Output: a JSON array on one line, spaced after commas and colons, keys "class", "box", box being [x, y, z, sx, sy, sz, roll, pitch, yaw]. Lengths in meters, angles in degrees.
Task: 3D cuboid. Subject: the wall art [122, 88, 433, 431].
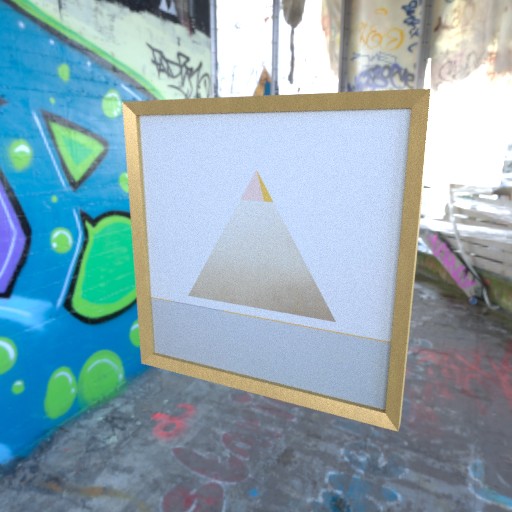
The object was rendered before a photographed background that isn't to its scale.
[{"class": "wall art", "box": [0.000, 0.000, 2.851, 1.935, 1.936, 0.097, 7, 17, 25]}]
